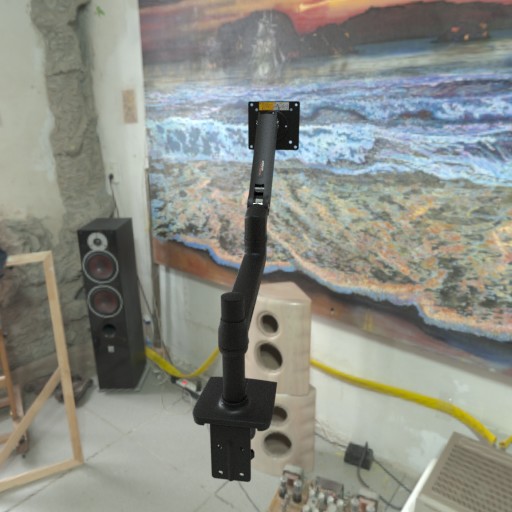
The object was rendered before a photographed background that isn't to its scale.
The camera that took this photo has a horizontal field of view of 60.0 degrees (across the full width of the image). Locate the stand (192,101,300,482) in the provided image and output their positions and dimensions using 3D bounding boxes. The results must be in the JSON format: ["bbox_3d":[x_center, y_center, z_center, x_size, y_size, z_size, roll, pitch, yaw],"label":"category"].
[{"bbox_3d":[0.000,0.000,1.050,0.152,0.713,0.650,3,18,8],"label":"stand"}]
